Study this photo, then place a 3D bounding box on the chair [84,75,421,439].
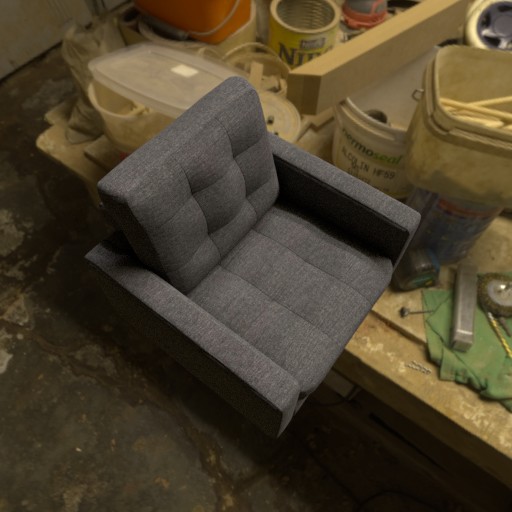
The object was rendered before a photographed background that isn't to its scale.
[{"bbox_3d":[0.000,0.000,1.553,0.843,0.880,0.821,33,64,19],"label":"chair"}]
